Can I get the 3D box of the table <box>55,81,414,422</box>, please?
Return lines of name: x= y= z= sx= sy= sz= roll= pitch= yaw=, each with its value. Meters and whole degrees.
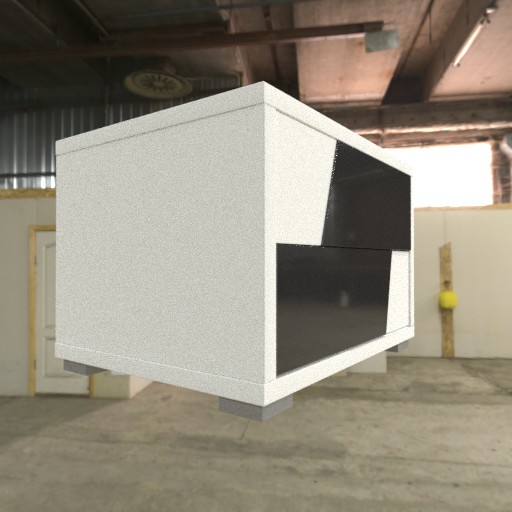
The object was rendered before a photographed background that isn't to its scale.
table: x=0.000 y=0.000 z=0.783 sx=0.399 sy=0.357 sz=0.517 roll=0 pitch=-1 yaw=36
